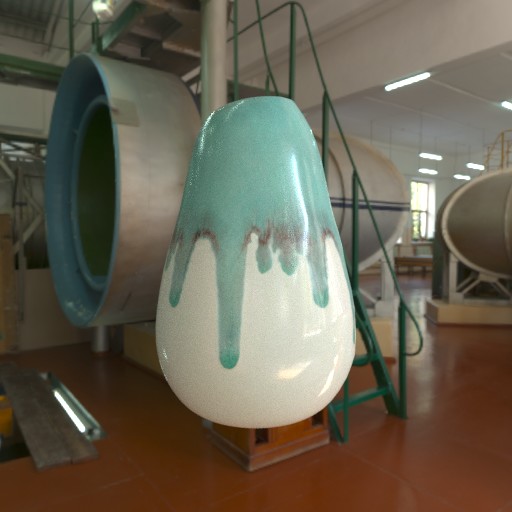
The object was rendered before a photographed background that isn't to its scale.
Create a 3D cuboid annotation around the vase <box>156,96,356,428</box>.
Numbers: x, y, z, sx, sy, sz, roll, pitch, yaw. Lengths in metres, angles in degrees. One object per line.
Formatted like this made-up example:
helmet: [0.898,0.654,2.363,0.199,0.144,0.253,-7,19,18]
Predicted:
vase: [0.000,0.000,0.261,0.116,0.179,0.116,0,3,0]
